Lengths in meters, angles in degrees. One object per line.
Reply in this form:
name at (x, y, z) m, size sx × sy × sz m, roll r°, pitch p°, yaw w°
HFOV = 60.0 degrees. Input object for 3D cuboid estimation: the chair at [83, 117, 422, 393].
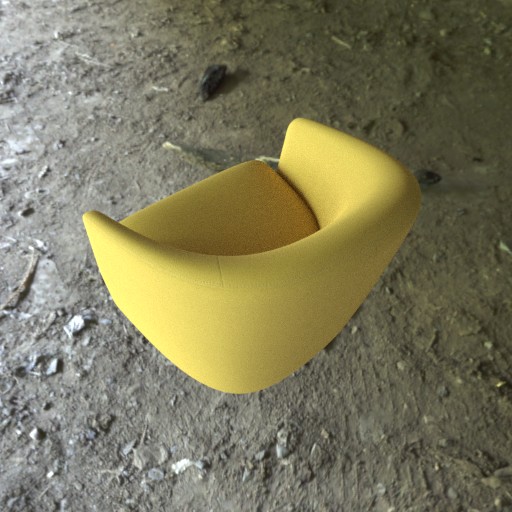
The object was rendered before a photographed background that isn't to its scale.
chair at (0.000, 0.000, 1.331) m, size 0.773 × 0.698 × 0.767 m, roll -31°, pitch 53°, yaw -27°
